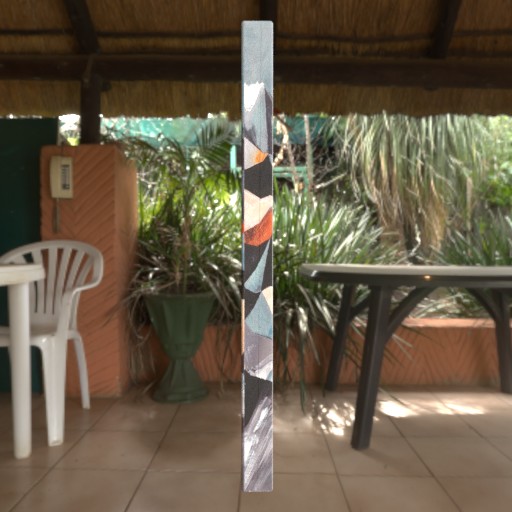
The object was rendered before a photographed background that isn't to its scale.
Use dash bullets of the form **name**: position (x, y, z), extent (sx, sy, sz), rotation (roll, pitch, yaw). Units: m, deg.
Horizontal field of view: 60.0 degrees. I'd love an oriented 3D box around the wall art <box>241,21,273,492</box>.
- **wall art**: position (0.000, 0.000, 1.159), extent (0.061, 0.911, 0.609), rotation (0, 1, 0)
